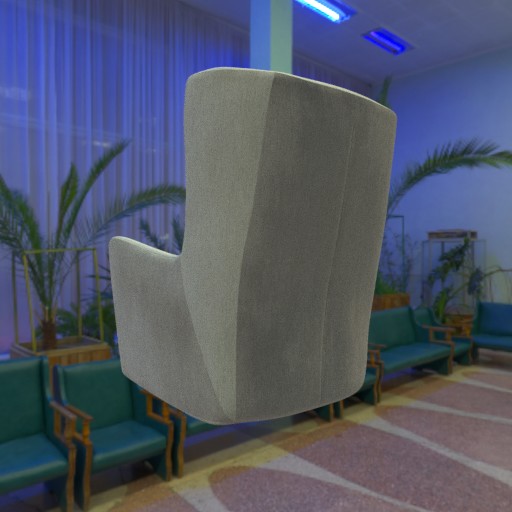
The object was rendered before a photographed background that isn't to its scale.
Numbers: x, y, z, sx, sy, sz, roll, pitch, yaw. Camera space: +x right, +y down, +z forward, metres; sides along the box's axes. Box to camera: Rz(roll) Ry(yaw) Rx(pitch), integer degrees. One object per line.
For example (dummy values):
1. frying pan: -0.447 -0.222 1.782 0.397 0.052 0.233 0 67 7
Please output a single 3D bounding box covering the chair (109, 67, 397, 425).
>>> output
1. chair: 0.000 0.000 1.600 0.779 1.000 0.904 0 0 -39
